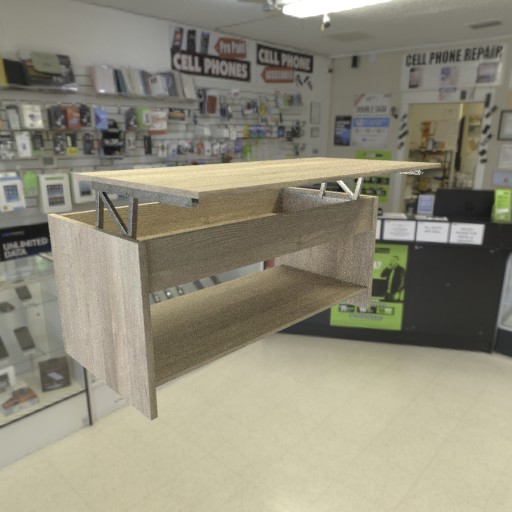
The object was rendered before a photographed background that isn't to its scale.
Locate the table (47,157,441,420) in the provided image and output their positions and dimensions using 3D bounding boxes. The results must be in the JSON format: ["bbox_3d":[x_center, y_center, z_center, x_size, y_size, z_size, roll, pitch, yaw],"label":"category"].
[{"bbox_3d":[0.000,0.000,1.424,0.712,0.570,1.000,15,22,43],"label":"table"}]
